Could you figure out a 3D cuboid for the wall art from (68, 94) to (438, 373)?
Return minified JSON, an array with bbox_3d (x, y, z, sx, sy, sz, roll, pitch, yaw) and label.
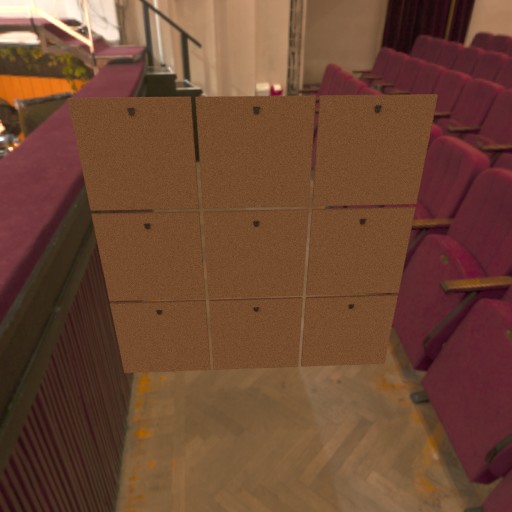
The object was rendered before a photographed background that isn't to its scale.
[{"bbox_3d":[0.000,0.000,2.223,1.533,1.532,0.019,-1,31,-2],"label":"wall art"}]
